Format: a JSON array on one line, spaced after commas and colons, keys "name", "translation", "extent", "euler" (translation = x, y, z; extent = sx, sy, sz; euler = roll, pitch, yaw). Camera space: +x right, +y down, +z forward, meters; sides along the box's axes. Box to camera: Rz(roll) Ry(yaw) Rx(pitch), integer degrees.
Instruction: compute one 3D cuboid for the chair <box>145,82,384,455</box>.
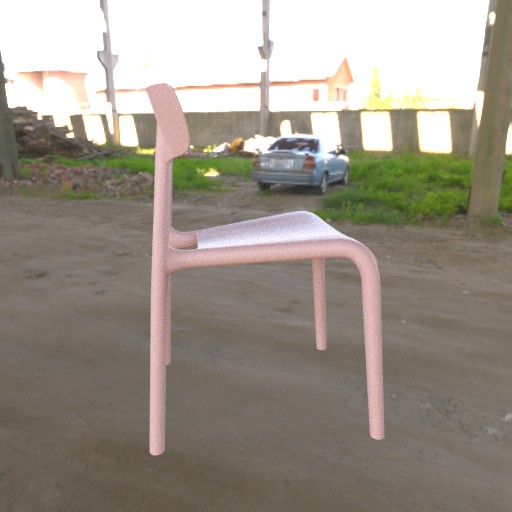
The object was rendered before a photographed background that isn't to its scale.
[{"name": "chair", "translation": [0.000, 0.000, 0.828], "extent": [0.401, 0.580, 0.356], "euler": [-2, 16, -8]}]
